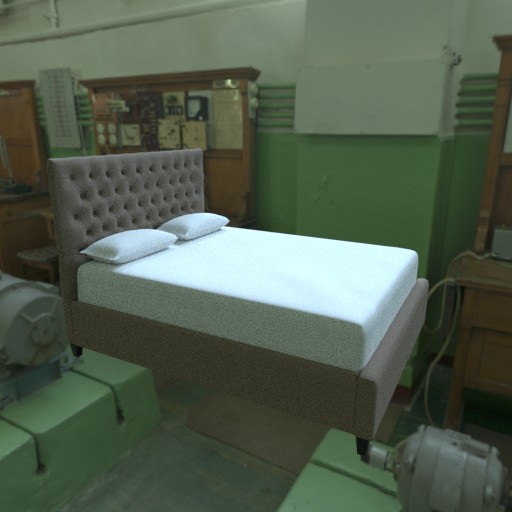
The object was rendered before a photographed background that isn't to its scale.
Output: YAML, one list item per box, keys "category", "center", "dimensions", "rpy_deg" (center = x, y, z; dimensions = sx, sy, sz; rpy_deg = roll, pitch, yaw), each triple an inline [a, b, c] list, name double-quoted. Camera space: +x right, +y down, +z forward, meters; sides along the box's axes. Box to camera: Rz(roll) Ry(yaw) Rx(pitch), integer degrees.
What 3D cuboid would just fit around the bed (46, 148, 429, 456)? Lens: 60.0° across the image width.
- category: "bed"
  center: [0.000, 0.000, 3.255]
  dimensions: [2.233, 1.426, 1.696]
  rpy_deg: [9, 18, 27]
